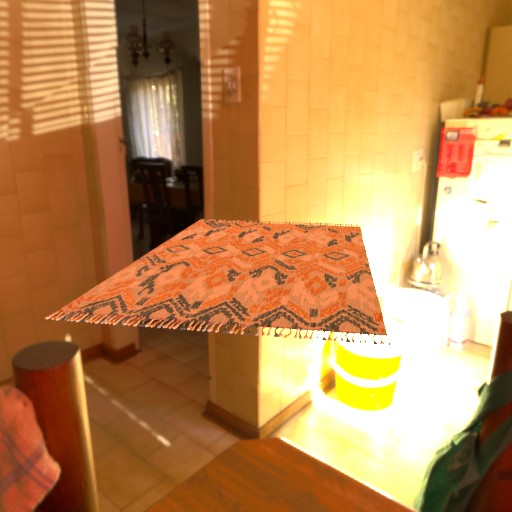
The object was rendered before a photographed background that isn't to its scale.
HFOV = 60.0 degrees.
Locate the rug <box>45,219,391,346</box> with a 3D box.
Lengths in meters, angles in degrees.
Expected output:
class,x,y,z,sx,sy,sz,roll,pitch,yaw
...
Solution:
class,x,y,z,sx,sy,sz,roll,pitch,yaw
rug,0.000,0.000,3.036,1.533,0.010,2.428,3,16,10
